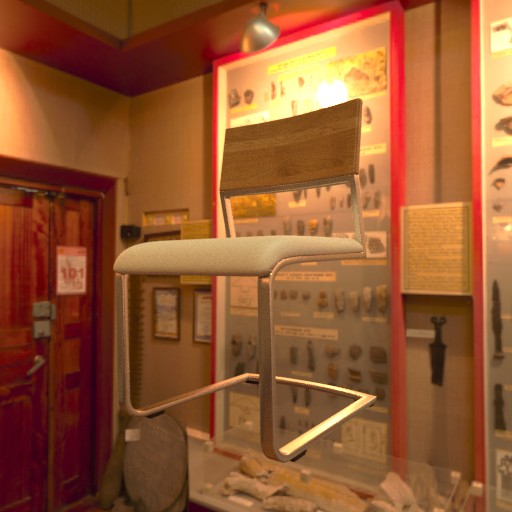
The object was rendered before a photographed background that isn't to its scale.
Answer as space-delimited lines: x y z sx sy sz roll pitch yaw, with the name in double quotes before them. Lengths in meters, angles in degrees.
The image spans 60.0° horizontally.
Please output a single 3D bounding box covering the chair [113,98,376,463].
"chair" 0.000 0.000 1.182 0.467 0.844 0.585 -1 -1 36
